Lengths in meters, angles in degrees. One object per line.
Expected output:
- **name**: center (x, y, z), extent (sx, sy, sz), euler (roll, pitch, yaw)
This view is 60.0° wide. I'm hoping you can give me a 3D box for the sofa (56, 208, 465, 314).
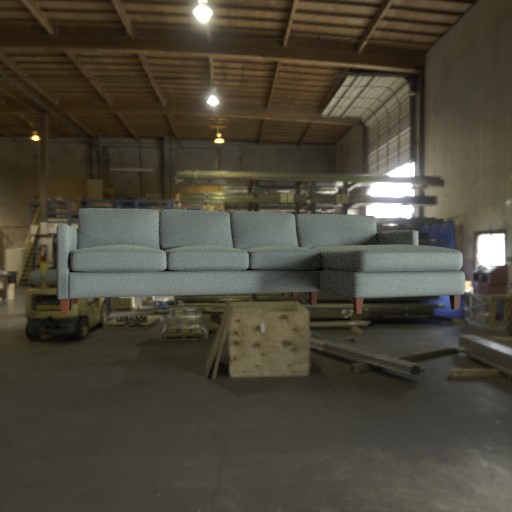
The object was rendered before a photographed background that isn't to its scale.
- **sofa**: center (0.000, 0.000, 4.189), extent (3.471, 0.950, 1.604), euler (0, 0, -16)
